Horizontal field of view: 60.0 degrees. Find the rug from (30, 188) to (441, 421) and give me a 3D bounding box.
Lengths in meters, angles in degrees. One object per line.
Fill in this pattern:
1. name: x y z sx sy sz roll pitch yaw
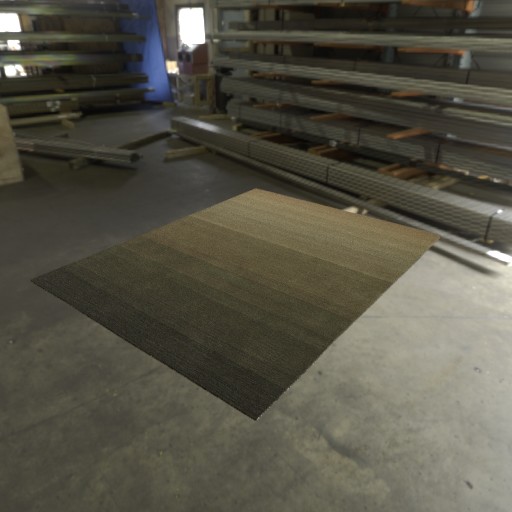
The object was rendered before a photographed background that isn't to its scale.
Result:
1. rug: 0.000 0.000 3.937 2.315 0.015 2.932 20 33 33
